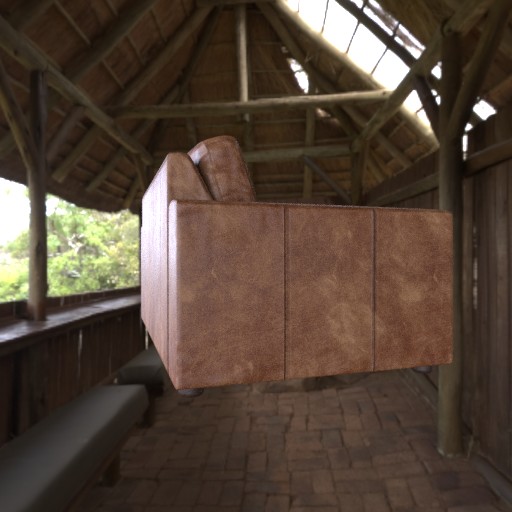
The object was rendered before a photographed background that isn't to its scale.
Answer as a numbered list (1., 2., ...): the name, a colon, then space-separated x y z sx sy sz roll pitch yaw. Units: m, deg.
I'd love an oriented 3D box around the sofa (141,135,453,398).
1. sofa: 0.000 0.000 2.258 1.041 0.889 1.626 0 0 -18
